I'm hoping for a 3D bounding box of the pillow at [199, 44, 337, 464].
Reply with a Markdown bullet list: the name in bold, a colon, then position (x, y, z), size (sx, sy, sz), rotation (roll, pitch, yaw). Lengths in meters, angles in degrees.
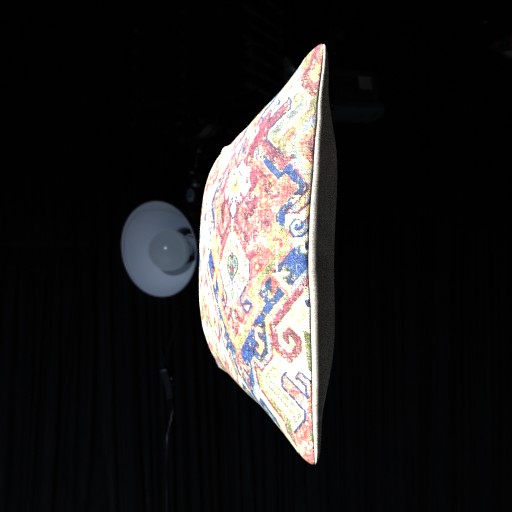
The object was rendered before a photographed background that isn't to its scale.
- **pillow**: position (0.000, 0.000, 0.777), size (0.166, 0.506, 0.523), rotation (0, -1, -17)
